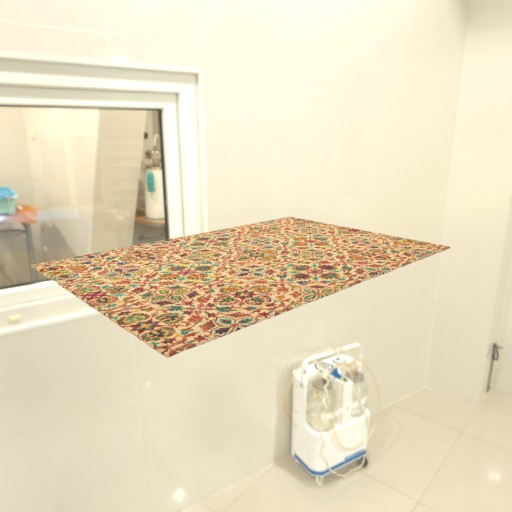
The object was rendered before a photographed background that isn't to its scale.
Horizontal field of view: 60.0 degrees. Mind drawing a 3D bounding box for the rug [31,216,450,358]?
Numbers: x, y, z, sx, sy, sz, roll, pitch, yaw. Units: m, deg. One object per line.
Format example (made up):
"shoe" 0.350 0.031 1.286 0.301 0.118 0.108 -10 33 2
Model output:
"rug" 0.000 0.000 2.315 1.838 0.013 1.226 -14 21 -41
